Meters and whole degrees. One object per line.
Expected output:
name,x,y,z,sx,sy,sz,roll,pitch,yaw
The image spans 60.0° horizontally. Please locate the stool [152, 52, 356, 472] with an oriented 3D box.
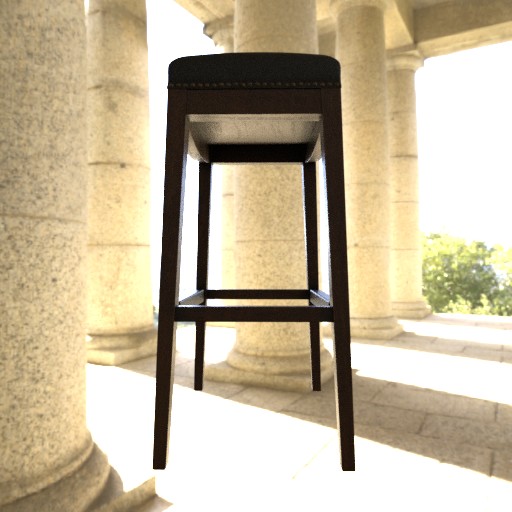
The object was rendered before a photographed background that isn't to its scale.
stool,0.000,0.000,1.036,0.361,0.765,0.500,0,0,1
